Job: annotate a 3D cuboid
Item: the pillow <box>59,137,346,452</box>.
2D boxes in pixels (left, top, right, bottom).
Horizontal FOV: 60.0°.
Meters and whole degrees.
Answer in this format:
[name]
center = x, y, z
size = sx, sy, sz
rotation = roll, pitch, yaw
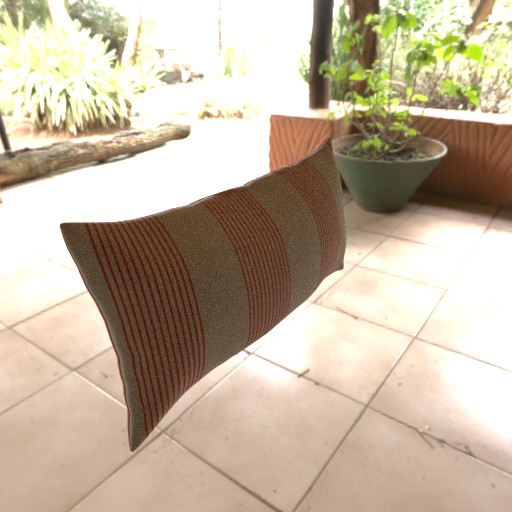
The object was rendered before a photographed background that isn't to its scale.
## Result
[pillow]
center = 0.000, 0.000, 0.722
size = 0.156, 0.292, 0.608
rotation = 17, 30, 31
